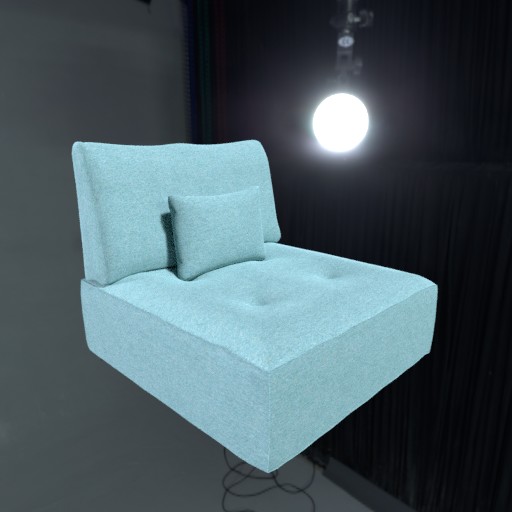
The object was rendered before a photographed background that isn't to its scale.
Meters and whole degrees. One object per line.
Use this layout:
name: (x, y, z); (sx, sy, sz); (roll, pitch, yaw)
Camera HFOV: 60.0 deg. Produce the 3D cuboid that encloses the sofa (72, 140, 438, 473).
sofa: (0.000, 0.000, 1.641); (1.000, 0.820, 0.930); (14, 21, 43)
